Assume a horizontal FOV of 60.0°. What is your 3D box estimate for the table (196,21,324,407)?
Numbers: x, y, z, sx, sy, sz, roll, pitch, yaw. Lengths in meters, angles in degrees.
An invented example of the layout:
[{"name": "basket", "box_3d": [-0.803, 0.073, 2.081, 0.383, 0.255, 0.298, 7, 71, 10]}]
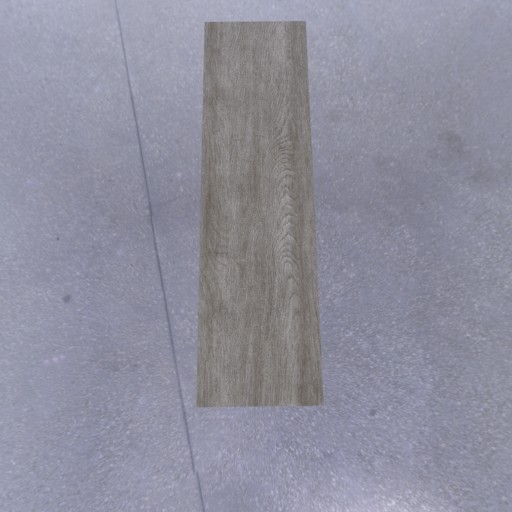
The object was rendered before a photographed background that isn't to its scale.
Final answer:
[{"name": "table", "box_3d": [0.000, 0.000, 1.531, 0.256, 1.135, 0.902, -1, 76, 0]}]
